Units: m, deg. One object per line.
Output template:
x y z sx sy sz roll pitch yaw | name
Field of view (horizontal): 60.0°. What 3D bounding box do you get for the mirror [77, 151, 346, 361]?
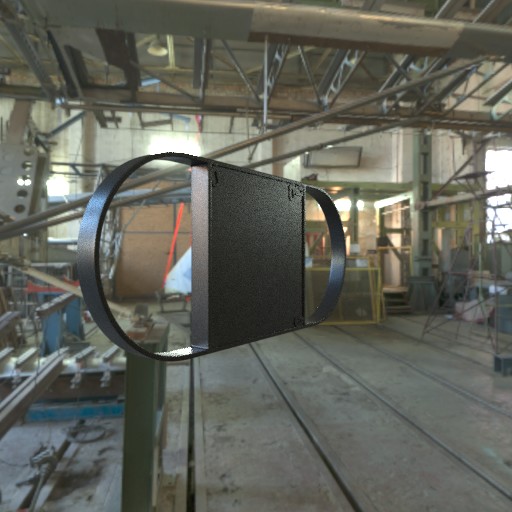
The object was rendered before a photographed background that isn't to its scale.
0.000 0.000 0.684 0.032 0.254 0.584 0 0 36 | mirror
